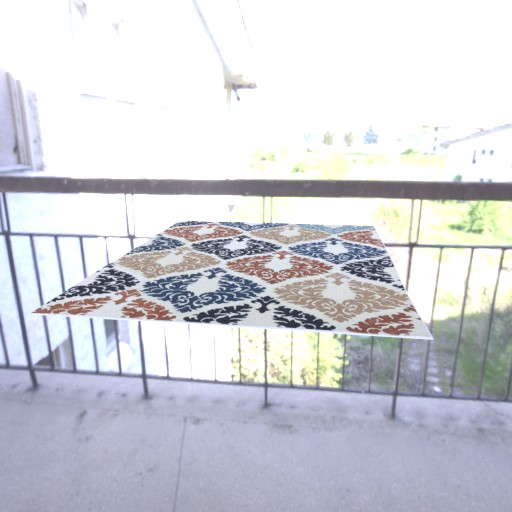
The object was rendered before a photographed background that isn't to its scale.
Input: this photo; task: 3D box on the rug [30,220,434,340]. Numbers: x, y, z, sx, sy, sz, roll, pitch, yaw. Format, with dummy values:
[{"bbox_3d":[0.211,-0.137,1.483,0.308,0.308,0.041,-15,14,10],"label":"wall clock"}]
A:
[{"bbox_3d":[0.000,0.000,4.038,2.423,0.014,3.040,2,16,8],"label":"rug"}]
